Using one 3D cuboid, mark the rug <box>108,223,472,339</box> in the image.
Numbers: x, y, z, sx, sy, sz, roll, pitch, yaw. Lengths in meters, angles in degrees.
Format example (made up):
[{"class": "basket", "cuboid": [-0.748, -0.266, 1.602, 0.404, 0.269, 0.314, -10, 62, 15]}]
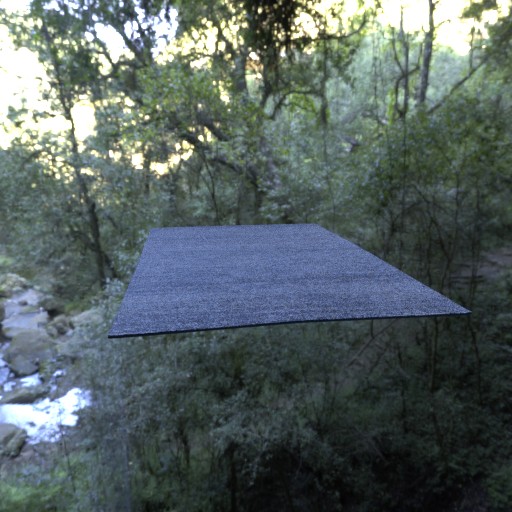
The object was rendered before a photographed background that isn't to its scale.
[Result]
[{"class": "rug", "cuboid": [0.000, 0.000, 2.221, 1.159, 0.025, 1.793, -2, 14, -9]}]
